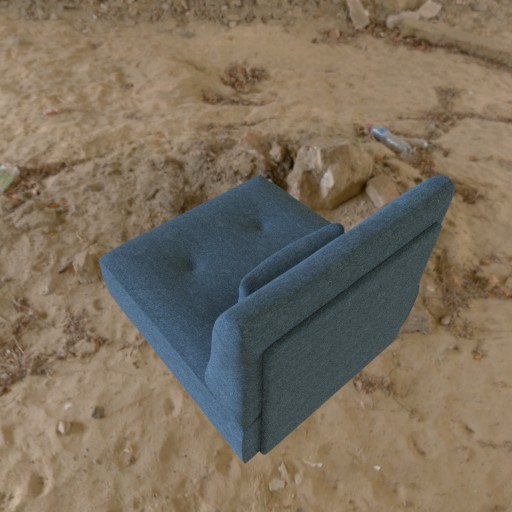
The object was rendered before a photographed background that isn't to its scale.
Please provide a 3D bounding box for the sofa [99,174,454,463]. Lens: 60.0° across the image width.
[{"bbox_3d":[0.000,0.000,1.738,0.930,0.820,1.000,-31,54,-27],"label":"sofa"}]
